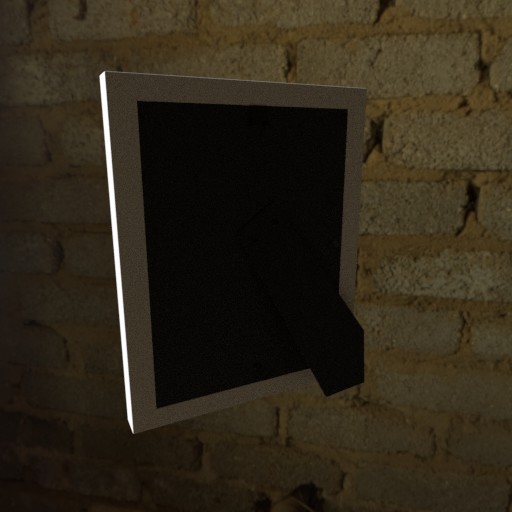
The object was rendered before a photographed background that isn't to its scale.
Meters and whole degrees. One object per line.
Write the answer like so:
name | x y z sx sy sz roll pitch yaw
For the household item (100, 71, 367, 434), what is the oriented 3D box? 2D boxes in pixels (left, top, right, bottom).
household item | 0.000 0.000 0.337 0.200 0.250 0.045 -7 16 -26
